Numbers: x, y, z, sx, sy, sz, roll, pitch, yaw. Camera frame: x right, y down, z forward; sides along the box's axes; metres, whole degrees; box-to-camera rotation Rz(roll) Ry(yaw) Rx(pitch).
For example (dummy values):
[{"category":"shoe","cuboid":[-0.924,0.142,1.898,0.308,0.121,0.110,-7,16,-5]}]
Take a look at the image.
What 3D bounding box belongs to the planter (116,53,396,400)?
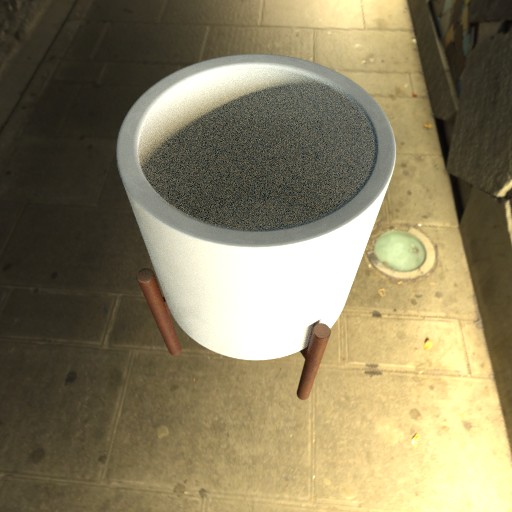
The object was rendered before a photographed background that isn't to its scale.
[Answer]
[{"category":"planter","cuboid":[0.000,0.000,0.948,0.417,0.670,0.417,17,58,11]}]
